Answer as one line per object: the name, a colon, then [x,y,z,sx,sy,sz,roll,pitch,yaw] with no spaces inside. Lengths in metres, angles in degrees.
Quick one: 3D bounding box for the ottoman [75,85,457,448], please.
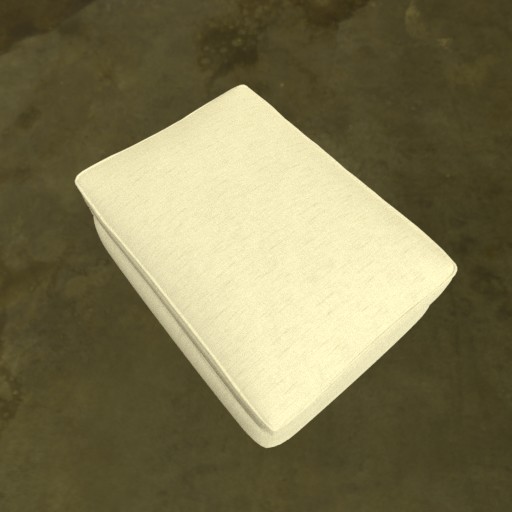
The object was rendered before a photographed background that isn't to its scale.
ottoman: [0.000,0.000,0.992,0.501,0.406,0.665,-36,67,-18]
